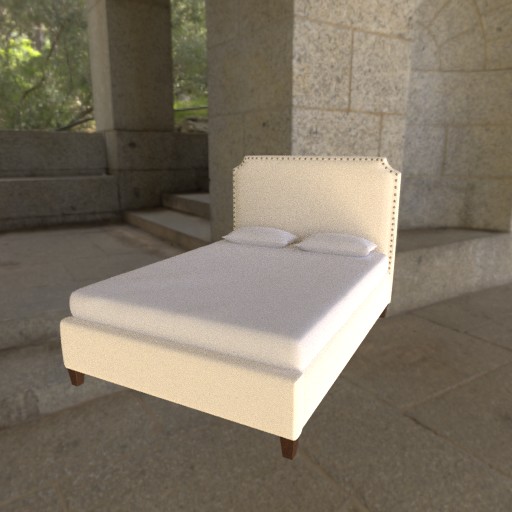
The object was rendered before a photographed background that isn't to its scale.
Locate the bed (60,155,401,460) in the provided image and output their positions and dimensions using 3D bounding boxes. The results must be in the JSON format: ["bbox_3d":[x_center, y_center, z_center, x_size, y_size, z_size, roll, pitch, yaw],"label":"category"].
[{"bbox_3d":[0.000,0.000,3.468,1.712,1.497,2.372,7,15,27],"label":"bed"}]
